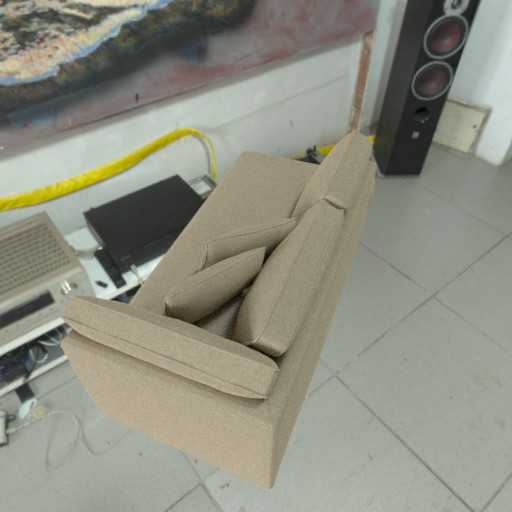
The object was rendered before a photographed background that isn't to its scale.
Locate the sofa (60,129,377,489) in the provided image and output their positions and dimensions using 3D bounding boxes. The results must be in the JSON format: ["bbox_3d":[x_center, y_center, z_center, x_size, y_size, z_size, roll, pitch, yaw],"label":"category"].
[{"bbox_3d":[0.000,0.000,2.797,1.110,1.033,2.237,16,48,15],"label":"sofa"}]
